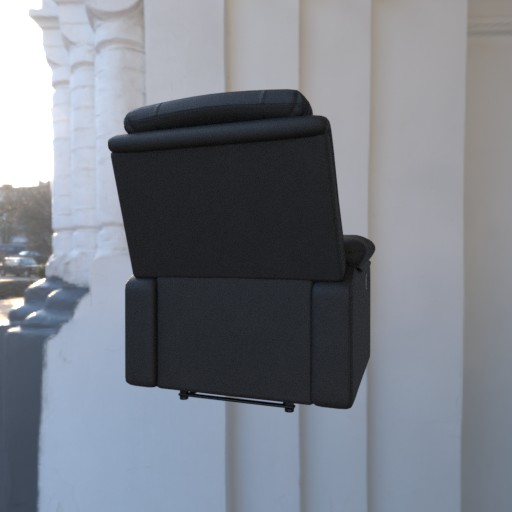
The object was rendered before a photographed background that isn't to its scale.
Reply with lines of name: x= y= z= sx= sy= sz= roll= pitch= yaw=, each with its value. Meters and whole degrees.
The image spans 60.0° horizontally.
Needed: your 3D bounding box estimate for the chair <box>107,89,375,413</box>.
chair: x=0.000 y=0.000 z=1.707 sx=0.855 sy=0.992 sz=0.919 roll=0 pitch=0 yaw=19
